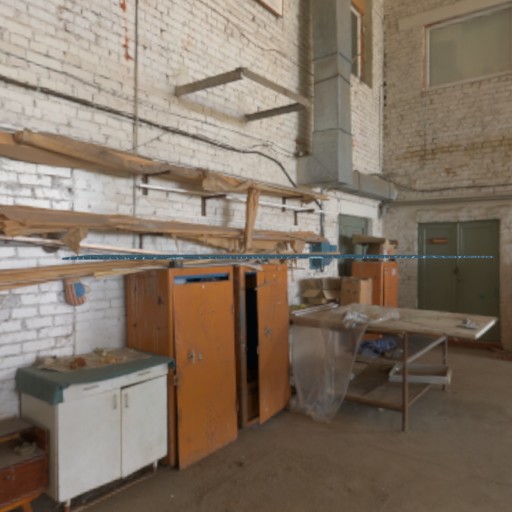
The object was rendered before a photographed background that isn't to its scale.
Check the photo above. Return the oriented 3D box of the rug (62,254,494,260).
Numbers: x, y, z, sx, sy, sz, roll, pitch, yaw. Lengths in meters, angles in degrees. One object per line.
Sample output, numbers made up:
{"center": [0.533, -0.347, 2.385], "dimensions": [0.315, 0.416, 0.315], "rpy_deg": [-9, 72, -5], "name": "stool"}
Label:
{"center": [0.000, 0.000, 4.073], "dimensions": [3.033, 0.012, 2.432], "rpy_deg": [0, 1, -18], "name": "rug"}
